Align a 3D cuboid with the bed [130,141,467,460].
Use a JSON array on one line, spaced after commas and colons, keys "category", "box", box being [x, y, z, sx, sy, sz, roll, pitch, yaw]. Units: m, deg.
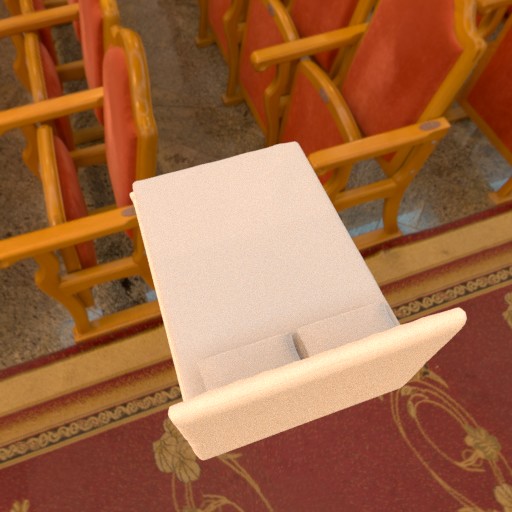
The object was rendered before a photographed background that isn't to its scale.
[{"category": "bed", "box": [0.000, 0.000, 3.463, 1.698, 1.427, 2.387, -16, 60, -10]}]
